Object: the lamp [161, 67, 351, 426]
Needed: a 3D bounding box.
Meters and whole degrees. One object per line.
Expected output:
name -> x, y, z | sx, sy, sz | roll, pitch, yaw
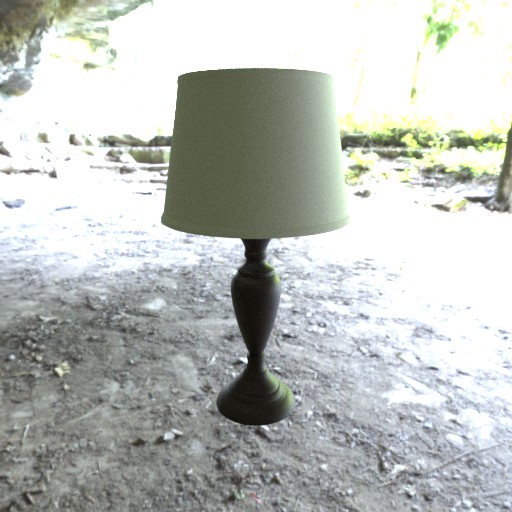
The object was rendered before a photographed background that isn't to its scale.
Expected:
lamp -> 0.000, 0.000, 0.815 | 0.335, 0.611, 0.335 | 0, 16, 0
